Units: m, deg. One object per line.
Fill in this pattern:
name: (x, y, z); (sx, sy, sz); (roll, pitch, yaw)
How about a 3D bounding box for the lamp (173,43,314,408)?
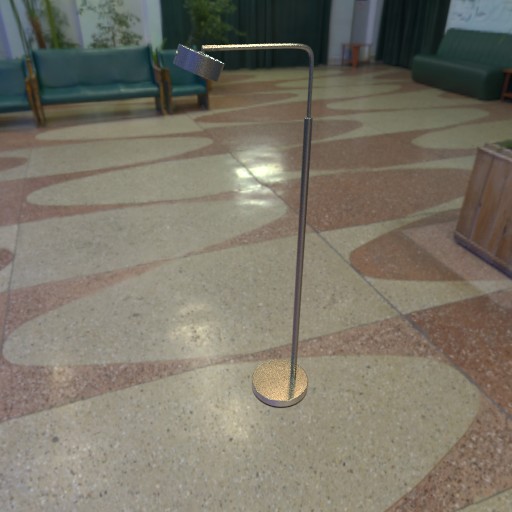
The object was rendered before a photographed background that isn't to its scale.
lamp: (0.000, 0.000, 1.432); (0.421, 1.250, 0.222); (-9, 32, -15)
